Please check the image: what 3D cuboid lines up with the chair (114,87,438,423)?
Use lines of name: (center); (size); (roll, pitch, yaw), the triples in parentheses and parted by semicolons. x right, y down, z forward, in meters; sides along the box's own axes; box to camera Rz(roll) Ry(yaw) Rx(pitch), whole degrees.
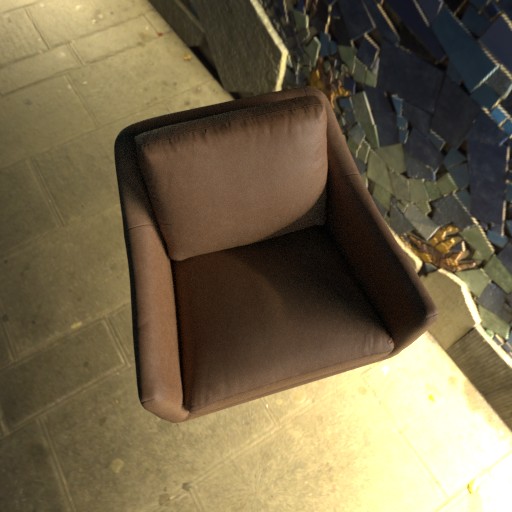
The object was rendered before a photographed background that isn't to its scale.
chair: (0.000, 0.000, 1.703); (0.988, 0.895, 0.963); (-15, 63, -8)
